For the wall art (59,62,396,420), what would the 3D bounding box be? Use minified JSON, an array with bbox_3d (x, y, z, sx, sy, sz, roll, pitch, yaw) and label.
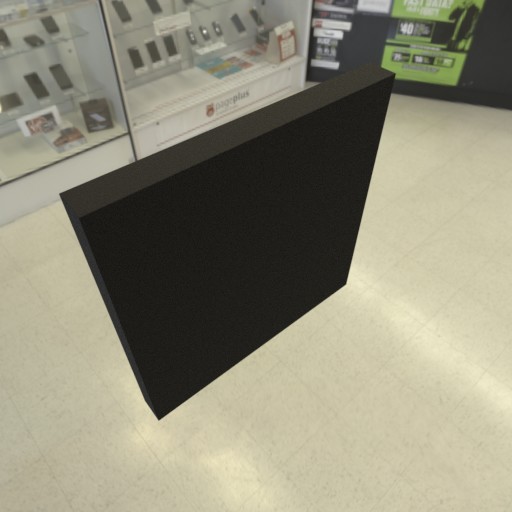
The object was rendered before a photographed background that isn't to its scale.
[{"bbox_3d":[0.000,0.000,0.458,0.308,0.305,0.030,-31,54,-26],"label":"wall art"}]
